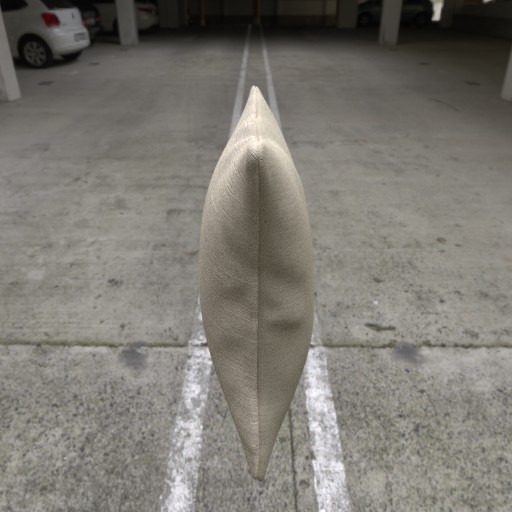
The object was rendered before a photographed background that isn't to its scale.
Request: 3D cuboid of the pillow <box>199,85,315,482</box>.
[{"bbox_3d":[0.000,0.000,0.642,0.162,0.420,0.437,0,27,0],"label":"pillow"}]
